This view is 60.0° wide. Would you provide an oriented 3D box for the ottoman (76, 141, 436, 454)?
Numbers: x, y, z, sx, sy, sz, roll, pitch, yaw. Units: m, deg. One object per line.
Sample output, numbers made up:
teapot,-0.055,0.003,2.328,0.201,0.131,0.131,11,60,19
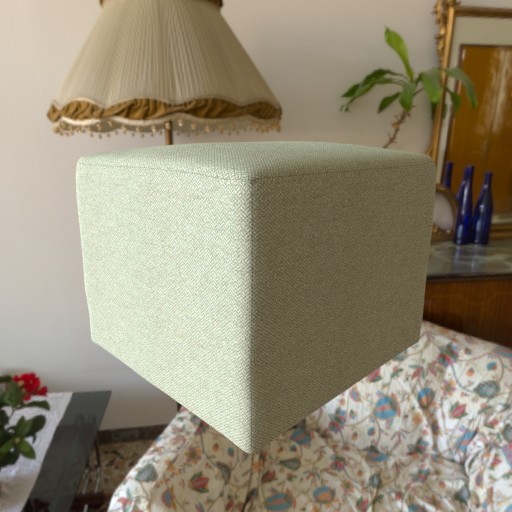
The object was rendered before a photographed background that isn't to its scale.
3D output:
ottoman,0.000,0.000,0.908,0.521,0.453,0.512,-15,21,-42
